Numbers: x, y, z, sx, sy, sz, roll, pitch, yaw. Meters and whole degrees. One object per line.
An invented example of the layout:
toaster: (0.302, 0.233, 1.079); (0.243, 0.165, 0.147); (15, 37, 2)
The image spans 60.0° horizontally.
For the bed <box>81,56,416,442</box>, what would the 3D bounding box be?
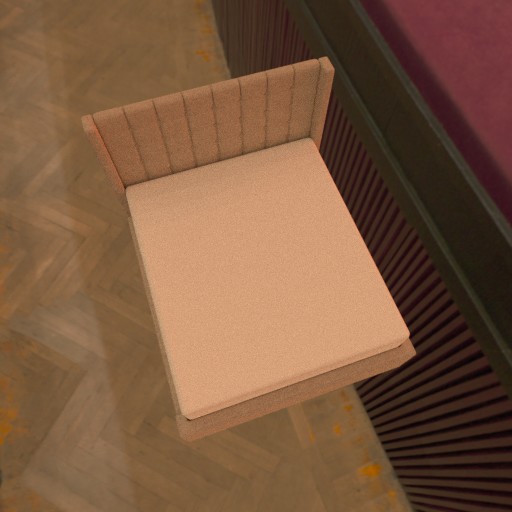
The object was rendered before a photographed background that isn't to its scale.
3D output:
bed: (0.000, 0.000, 3.828); (2.045, 1.743, 2.370); (-17, 66, -8)
